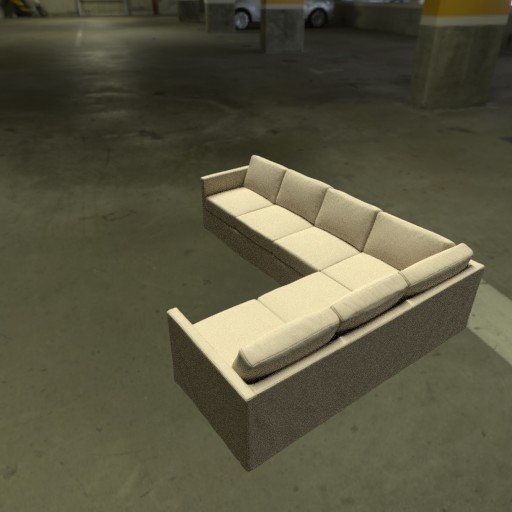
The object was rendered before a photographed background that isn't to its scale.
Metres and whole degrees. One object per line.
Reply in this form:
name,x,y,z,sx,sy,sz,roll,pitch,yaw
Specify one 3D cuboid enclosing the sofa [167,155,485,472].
sofa,0.000,0.000,4.288,2.432,0.871,3.182,-20,36,-30
